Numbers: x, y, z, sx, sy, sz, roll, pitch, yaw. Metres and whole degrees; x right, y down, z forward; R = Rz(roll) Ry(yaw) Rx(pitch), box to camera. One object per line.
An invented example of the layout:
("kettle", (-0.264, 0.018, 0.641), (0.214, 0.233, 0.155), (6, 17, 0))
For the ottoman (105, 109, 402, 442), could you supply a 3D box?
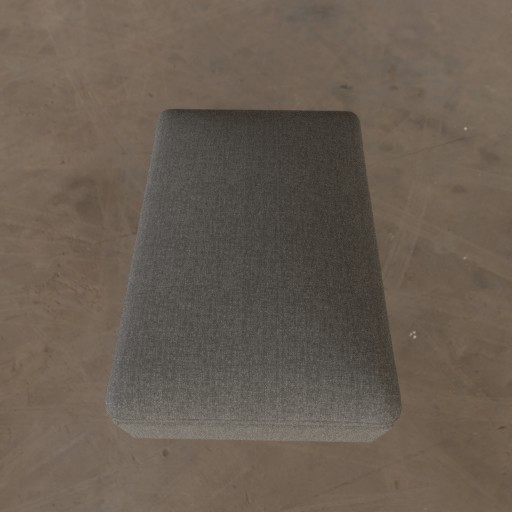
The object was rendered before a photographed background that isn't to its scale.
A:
("ottoman", (0.000, 0.000, 1.396), (0.711, 0.483, 1.041), (1, 59, 0))
